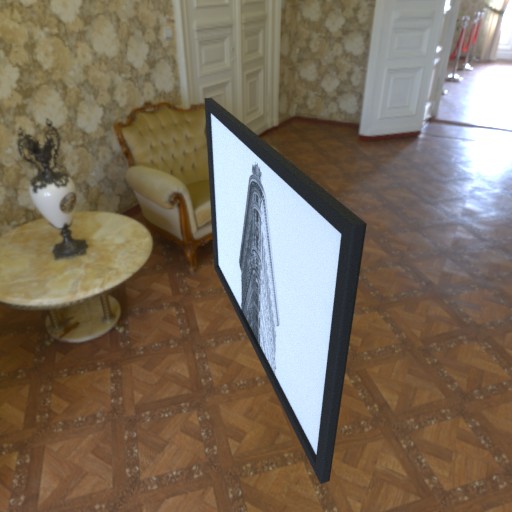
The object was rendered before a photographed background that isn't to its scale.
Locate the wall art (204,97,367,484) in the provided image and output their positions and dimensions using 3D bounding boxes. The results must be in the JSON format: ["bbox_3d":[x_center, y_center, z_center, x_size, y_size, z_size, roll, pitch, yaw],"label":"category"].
[{"bbox_3d":[0.000,0.000,1.232,0.049,0.659,0.964,-9,32,-15],"label":"wall art"}]
